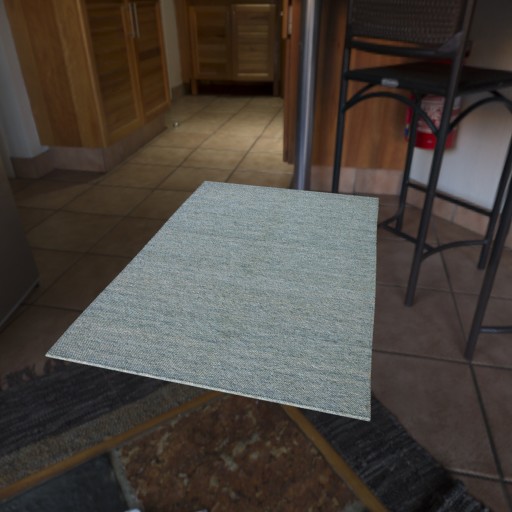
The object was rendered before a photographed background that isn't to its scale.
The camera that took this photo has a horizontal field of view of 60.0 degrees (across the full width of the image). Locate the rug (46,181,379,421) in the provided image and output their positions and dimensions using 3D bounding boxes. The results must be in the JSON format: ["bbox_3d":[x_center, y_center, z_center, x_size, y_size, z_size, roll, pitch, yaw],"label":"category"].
[{"bbox_3d":[0.000,0.000,2.930,1.547,0.013,2.283,8,32,12],"label":"rug"}]
